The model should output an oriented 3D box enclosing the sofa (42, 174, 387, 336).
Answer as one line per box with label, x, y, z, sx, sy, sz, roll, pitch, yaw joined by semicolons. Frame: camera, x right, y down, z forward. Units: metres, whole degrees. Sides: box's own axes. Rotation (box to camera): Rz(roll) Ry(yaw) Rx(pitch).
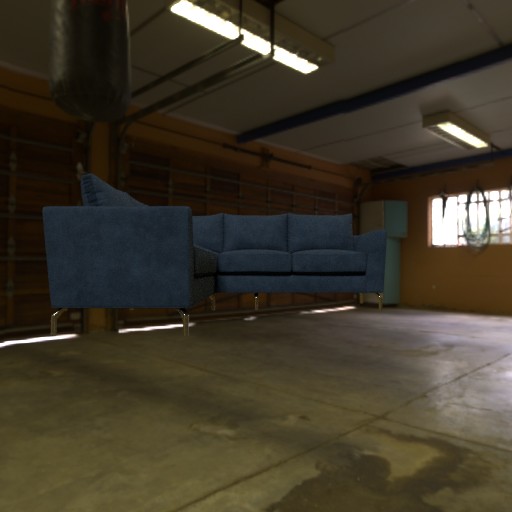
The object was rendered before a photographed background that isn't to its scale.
sofa;0.000;0.000;3.773;2.463;0.988;2.472;0;-2;0
